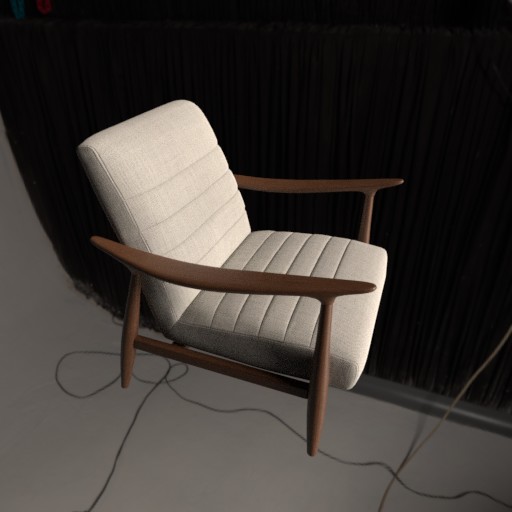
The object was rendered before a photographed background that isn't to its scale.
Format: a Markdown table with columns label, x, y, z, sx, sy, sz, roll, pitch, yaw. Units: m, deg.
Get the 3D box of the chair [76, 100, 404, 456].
| label | x | y | z | sx | sy | sz | roll | pitch | yaw |
| --- | --- | --- | --- | --- | --- | --- | --- | --- | --- |
| chair | 0.000 | 0.000 | 1.420 | 0.798 | 0.832 | 0.741 | 11 | 32 | 18 |
